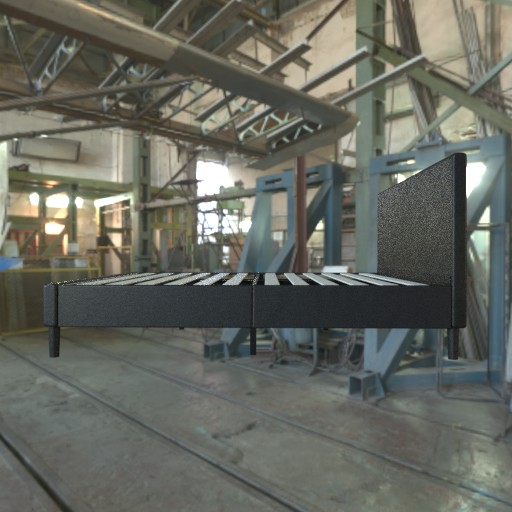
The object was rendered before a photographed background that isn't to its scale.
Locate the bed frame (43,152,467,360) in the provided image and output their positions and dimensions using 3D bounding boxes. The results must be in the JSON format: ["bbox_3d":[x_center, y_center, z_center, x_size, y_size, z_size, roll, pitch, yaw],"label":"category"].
[{"bbox_3d":[0.000,0.000,3.234,2.318,1.127,1.634,0,0,1],"label":"bed frame"}]
